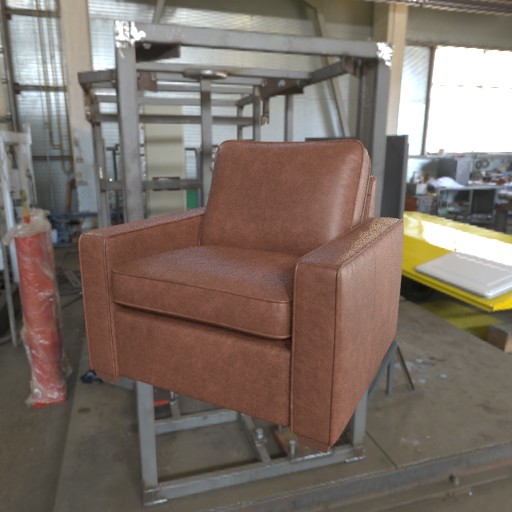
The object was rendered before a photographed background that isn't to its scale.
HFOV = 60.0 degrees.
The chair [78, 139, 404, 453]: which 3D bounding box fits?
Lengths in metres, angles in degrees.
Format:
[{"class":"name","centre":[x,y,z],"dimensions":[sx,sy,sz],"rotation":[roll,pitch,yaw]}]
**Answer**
[{"class":"chair","centre":[0.000,0.000,1.791],"dimensions":[1.017,0.919,0.940],"rotation":[7,16,27]}]
